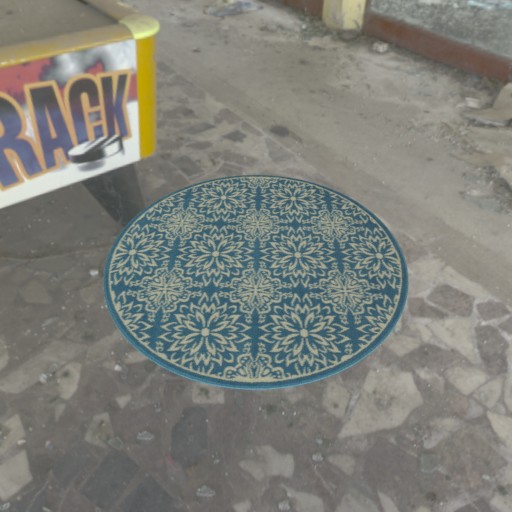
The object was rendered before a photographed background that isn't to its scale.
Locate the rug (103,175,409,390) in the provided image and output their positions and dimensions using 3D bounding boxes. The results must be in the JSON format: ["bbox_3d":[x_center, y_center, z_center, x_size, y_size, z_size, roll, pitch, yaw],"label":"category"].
[{"bbox_3d":[0.000,0.000,2.384,1.593,0.012,1.593,0,43,0],"label":"rug"}]
